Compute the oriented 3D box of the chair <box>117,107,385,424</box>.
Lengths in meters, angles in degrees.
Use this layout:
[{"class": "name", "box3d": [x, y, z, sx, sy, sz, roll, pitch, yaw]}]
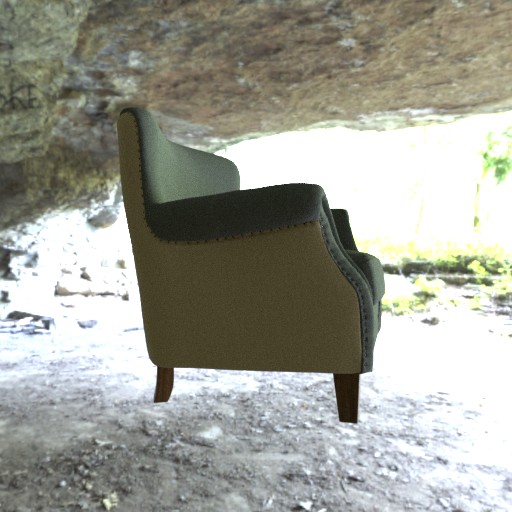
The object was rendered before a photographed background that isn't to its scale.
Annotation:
[{"class": "chair", "box3d": [0.000, 0.000, 1.643, 0.921, 0.936, 0.861, 0, 0, 18]}]
